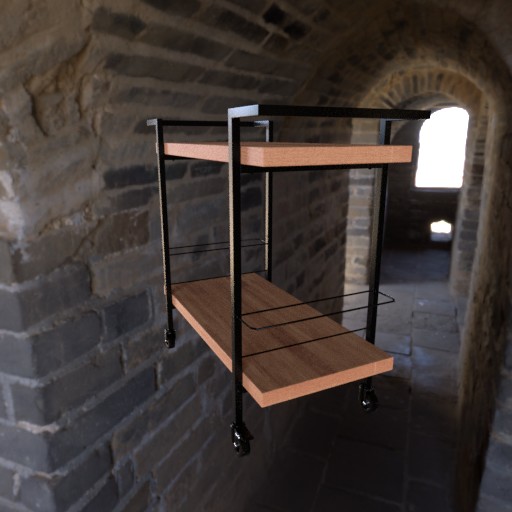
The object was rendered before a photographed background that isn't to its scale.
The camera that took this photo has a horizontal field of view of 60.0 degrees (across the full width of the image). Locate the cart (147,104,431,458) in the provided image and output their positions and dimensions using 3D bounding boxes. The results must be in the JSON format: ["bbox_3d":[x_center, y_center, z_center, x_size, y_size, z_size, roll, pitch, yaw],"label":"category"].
[{"bbox_3d":[0.000,0.000,1.266,0.406,0.762,0.806,-7,17,-25],"label":"cart"}]
